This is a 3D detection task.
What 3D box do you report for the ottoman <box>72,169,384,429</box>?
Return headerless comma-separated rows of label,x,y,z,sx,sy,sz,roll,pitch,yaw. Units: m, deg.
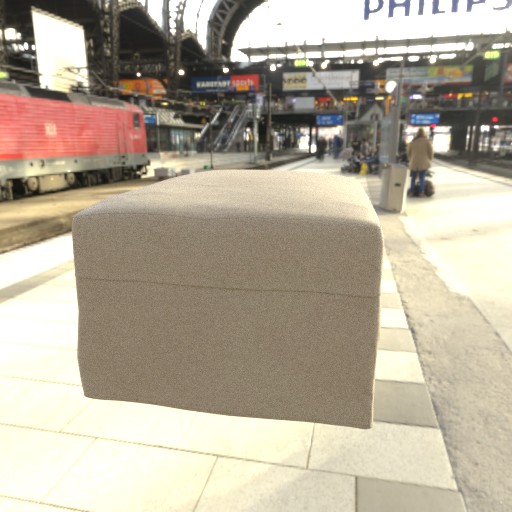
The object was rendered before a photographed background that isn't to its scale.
ottoman,0.000,0.000,1.201,0.590,0.444,0.872,3,15,10
